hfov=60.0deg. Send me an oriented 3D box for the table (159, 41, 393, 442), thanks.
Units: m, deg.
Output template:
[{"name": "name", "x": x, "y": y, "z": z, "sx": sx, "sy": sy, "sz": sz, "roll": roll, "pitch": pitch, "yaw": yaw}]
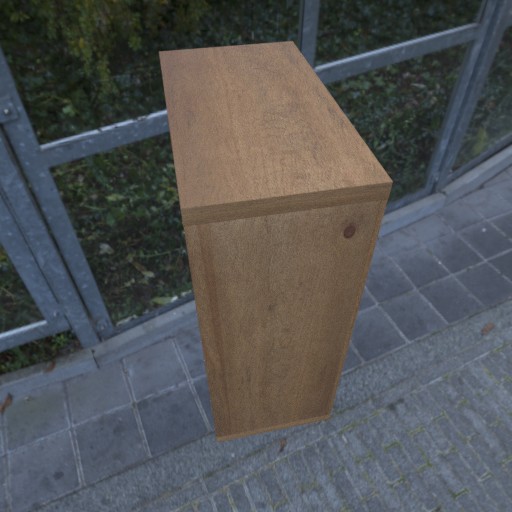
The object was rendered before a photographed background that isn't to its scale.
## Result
[{"name": "table", "x": 0.000, "y": 0.000, "z": 1.772, "sx": 0.524, "sy": 1.294, "sz": 0.901, "roll": -8, "pitch": 46, "yaw": -8}]
